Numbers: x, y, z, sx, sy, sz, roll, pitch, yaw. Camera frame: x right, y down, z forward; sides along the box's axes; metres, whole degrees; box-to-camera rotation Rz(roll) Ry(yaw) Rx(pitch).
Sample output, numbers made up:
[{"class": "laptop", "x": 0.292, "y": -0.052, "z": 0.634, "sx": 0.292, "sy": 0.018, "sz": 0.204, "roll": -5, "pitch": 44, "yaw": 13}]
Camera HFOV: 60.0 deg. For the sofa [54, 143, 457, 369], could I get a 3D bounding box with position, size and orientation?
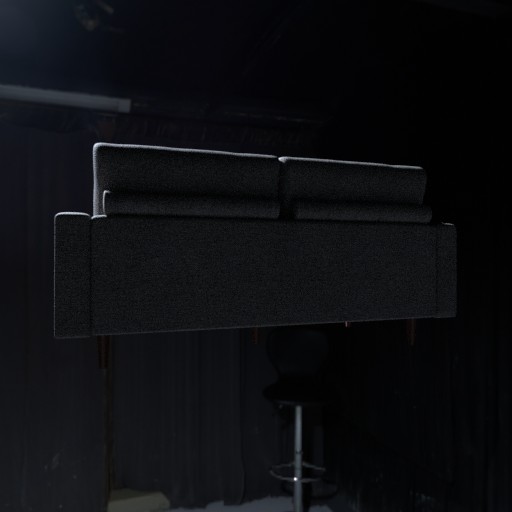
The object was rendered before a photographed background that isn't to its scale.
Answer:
[{"class": "sofa", "x": 0.000, "y": 0.000, "z": 2.283, "sx": 1.821, "sy": 0.902, "sz": 0.863, "roll": 0, "pitch": 0, "yaw": -19}]
